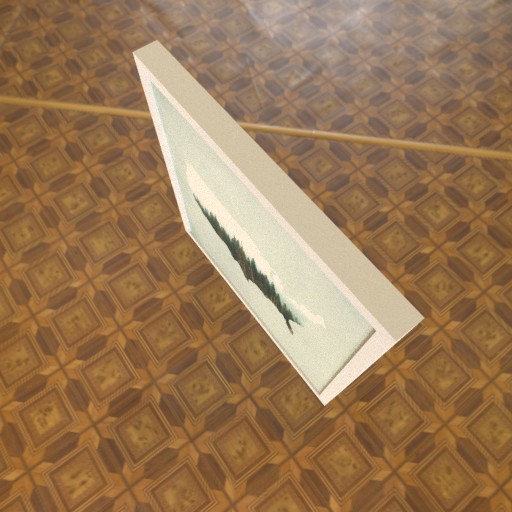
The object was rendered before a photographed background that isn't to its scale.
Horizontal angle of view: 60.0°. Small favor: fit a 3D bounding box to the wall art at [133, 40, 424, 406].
[{"bbox_3d":[0.000,0.000,0.759,0.040,0.509,0.509,-35,69,-15],"label":"wall art"}]
